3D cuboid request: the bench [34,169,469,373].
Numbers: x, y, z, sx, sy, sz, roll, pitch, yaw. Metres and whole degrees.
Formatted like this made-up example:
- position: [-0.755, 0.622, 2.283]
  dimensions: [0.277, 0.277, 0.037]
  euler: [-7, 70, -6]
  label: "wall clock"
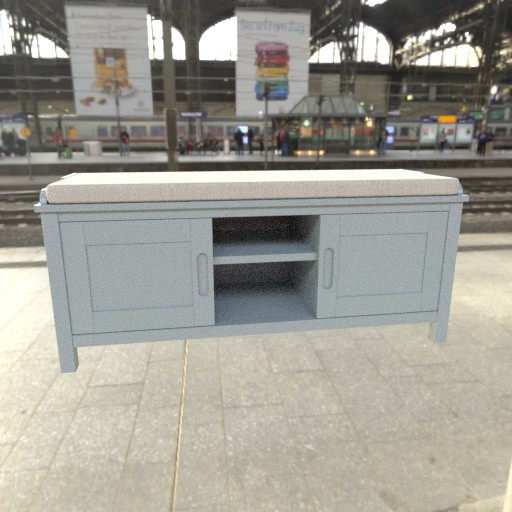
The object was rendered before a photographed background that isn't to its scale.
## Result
- position: [0.000, 0.000, 1.389]
  dimensions: [1.140, 0.501, 0.398]
  euler: [-2, 15, -9]
  label: "bench"
